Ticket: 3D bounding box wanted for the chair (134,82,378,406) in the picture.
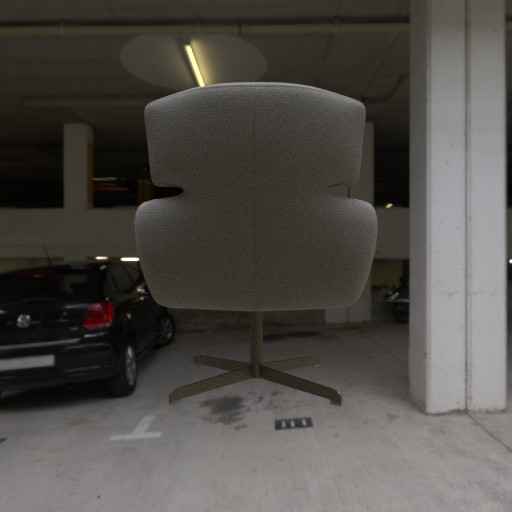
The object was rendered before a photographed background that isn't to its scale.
[{"bbox_3d":[0.000,0.000,1.363,0.760,0.810,0.730,0,0,1],"label":"chair"}]
